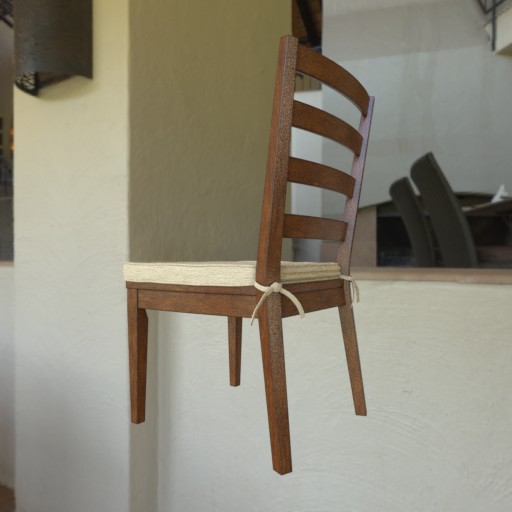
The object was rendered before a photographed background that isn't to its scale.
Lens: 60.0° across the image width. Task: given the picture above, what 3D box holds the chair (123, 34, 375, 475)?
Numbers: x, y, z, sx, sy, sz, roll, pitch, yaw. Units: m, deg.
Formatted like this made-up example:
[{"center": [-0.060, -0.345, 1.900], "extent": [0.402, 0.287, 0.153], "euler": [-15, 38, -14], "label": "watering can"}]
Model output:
[{"center": [0.000, 0.000, 1.332], "extent": [0.595, 0.979, 0.593], "euler": [0, 0, 36], "label": "chair"}]
